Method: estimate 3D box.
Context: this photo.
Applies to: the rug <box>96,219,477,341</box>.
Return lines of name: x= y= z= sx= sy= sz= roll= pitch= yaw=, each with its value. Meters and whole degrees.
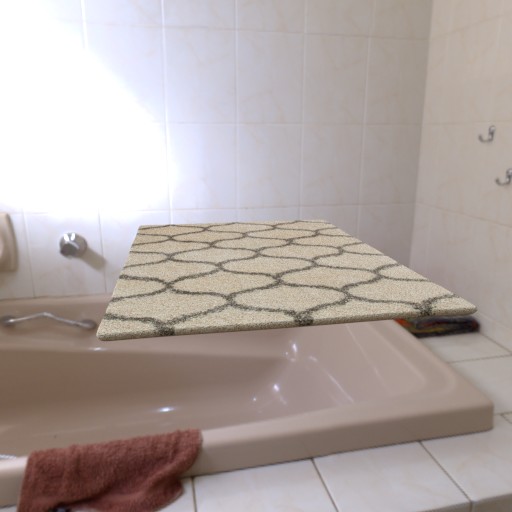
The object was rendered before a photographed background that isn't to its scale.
rug: x=0.000 y=0.000 z=2.105 sx=1.200 sy=0.025 sz=1.600 roll=-3 pitch=15 yaw=-10
